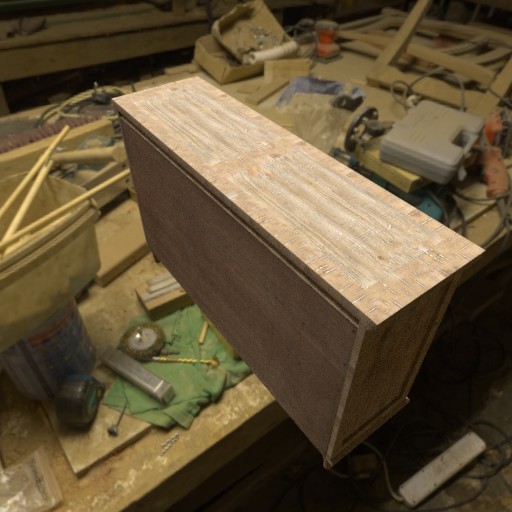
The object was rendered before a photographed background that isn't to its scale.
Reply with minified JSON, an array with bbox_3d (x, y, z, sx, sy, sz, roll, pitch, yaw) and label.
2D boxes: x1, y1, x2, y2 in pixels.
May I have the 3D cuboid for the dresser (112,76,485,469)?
[{"bbox_3d":[0.000,0.000,2.012,0.457,1.016,1.626,-27,49,-26],"label":"dresser"}]
